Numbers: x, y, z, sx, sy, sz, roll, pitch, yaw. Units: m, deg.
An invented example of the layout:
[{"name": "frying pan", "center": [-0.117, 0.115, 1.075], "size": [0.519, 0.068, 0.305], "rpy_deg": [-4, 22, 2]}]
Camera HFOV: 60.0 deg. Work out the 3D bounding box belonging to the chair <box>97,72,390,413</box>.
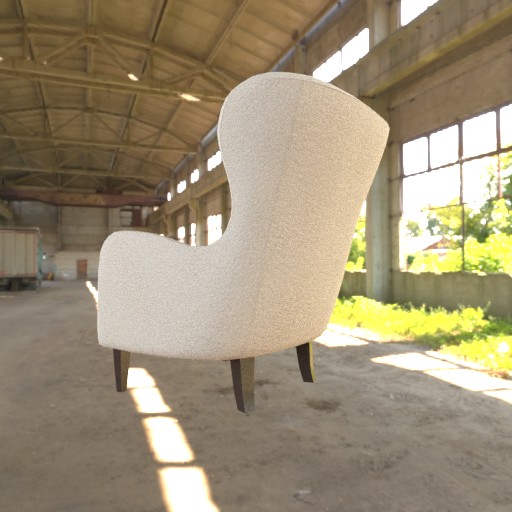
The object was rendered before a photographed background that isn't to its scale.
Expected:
[{"name": "chair", "center": [0.000, 0.000, 1.780], "size": [0.984, 1.064, 0.861], "rpy_deg": [0, -1, 35]}]
